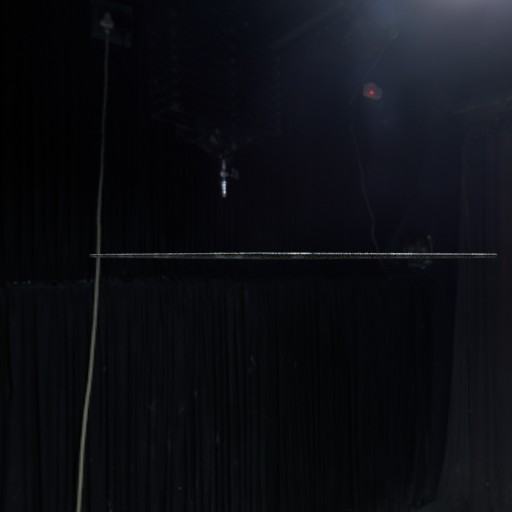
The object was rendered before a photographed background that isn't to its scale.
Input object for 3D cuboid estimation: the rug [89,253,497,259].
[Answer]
[{"bbox_3d":[0.000,0.000,3.356,1.801,0.026,2.701,0,0,-34],"label":"rug"}]
